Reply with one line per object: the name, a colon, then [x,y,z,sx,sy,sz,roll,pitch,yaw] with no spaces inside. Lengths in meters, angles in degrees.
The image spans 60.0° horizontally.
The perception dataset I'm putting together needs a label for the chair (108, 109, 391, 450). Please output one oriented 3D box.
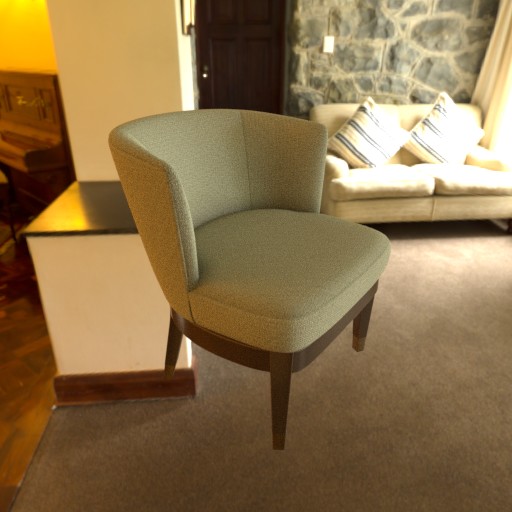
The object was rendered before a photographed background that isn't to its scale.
chair: [0.000,0.000,1.294,0.660,0.760,0.700,16,29,32]
